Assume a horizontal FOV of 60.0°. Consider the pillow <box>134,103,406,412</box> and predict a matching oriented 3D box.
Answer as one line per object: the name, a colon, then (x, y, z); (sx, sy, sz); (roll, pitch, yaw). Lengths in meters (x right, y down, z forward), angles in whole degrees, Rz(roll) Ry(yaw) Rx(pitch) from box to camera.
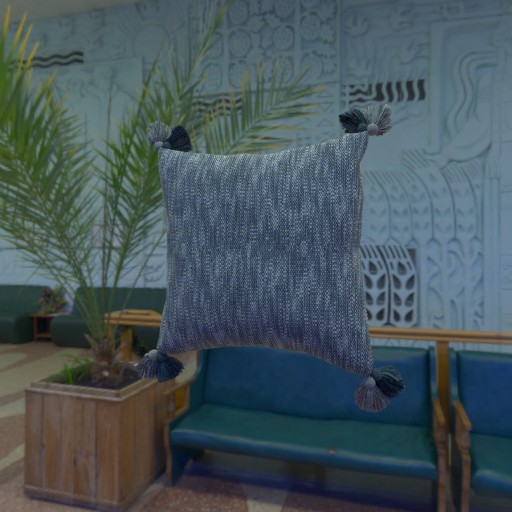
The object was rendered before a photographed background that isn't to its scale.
pillow: (0.000, 0.000, 0.950); (0.614, 0.634, 0.138); (0, 0, 18)
